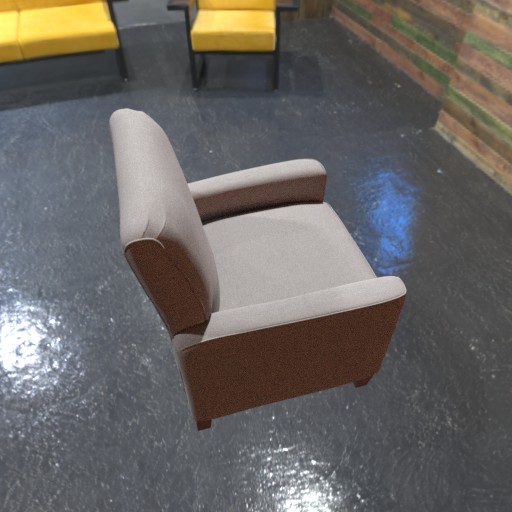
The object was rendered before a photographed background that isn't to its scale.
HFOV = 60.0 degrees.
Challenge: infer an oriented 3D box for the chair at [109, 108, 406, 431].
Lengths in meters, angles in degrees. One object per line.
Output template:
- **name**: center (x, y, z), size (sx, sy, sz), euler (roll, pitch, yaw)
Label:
- **chair**: center (0.000, 0.000, 1.680), size (0.859, 1.023, 0.845), euler (-11, 46, -11)
